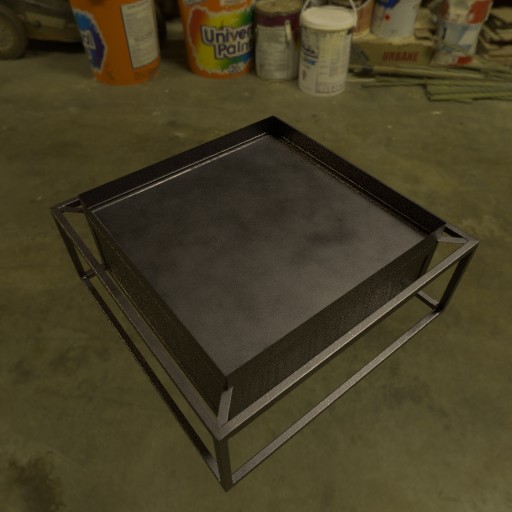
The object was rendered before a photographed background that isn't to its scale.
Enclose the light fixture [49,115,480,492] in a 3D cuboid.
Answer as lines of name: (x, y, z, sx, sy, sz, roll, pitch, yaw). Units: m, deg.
light fixture: (0.000, 0.000, 0.685, 0.441, 0.191, 0.441, -30, 53, -25)
